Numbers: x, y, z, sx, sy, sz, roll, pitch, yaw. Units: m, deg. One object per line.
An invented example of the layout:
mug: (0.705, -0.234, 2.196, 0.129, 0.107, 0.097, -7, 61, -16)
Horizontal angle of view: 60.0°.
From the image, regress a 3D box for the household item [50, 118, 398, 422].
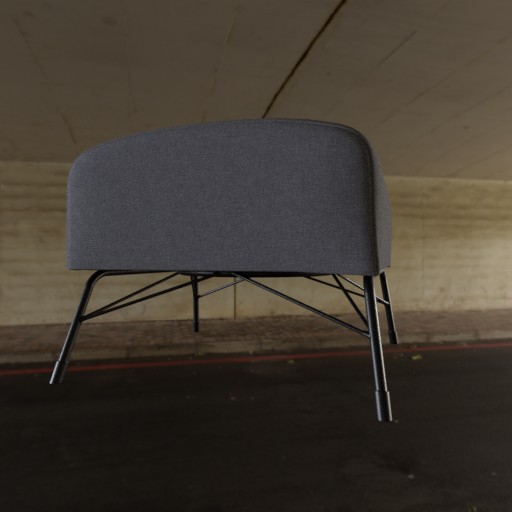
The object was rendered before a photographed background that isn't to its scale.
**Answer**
household item: (0.000, 0.000, 0.879, 0.530, 0.410, 0.530, 0, 0, 19)
